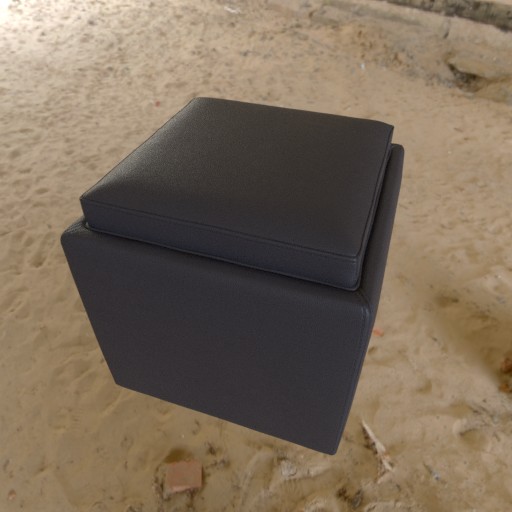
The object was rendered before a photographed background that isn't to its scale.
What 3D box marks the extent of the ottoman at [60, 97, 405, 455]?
[{"bbox_3d":[0.000,0.000,0.819,0.451,0.460,0.450,13,43,14],"label":"ottoman"}]
